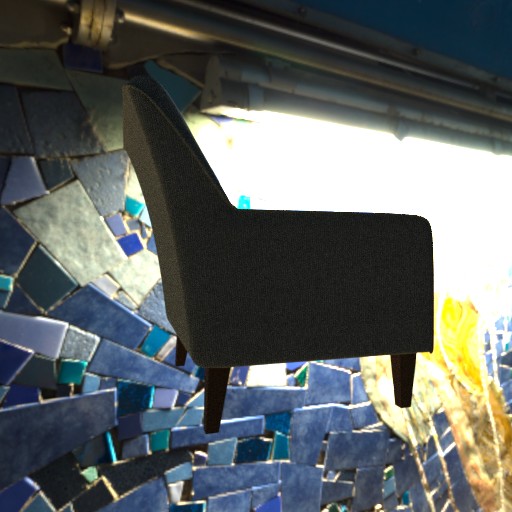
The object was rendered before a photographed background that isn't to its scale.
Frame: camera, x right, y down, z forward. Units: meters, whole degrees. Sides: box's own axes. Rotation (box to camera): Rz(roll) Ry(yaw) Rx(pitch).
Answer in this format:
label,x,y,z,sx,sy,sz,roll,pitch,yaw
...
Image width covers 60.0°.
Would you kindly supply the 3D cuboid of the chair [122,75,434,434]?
label,x,y,z,sx,sy,sz,roll,pitch,yaw
chair,0.000,0.000,1.570,0.899,0.919,0.780,0,1,-16
